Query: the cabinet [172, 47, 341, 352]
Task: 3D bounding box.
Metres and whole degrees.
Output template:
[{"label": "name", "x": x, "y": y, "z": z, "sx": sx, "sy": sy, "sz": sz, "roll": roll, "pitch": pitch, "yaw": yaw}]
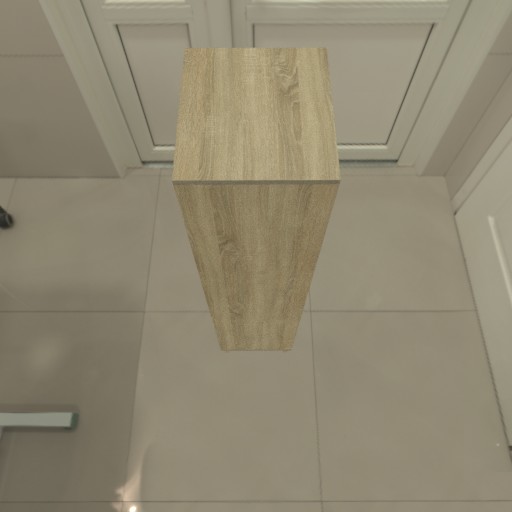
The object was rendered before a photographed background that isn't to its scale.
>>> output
[{"label": "cabinet", "x": 0.000, "y": 0.000, "z": 2.172, "sx": 0.450, "sy": 1.960, "sz": 0.510, "roll": 0, "pitch": 64, "yaw": 0}]
